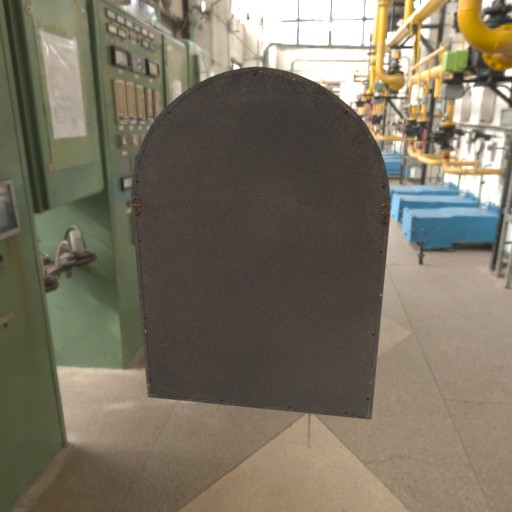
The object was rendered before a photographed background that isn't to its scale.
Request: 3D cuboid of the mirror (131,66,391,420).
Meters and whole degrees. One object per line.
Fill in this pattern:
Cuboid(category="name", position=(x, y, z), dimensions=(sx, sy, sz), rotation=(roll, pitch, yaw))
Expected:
Cuboid(category="mirror", position=(0.000, 0.000, 1.168), dimensions=(0.660, 0.920, 0.032), rotation=(3, 17, 9))
